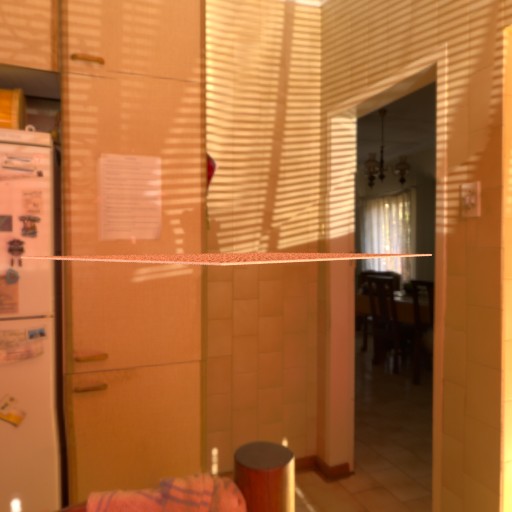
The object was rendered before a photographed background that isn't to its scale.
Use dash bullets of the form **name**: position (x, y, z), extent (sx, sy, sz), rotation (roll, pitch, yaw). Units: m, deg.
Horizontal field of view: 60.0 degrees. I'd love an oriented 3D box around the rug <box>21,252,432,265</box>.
- **rug**: position (0.000, 0.000, 2.304), extent (1.220, 0.007, 1.828), rotation (1, 1, 39)
